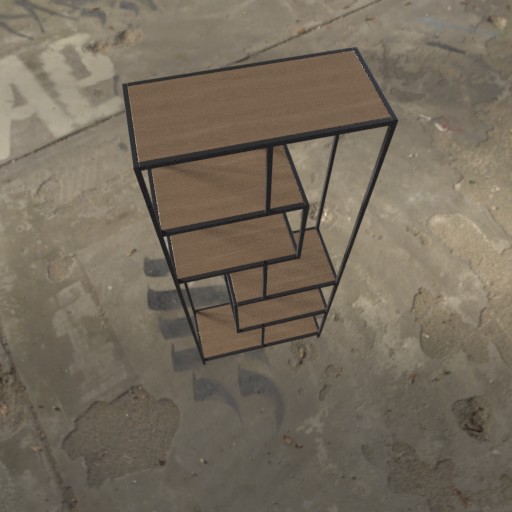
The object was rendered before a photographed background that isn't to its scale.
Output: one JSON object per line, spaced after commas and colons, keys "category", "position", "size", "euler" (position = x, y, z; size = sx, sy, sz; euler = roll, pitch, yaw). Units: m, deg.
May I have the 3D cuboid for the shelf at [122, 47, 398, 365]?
{"category": "shelf", "position": [0.000, 0.000, 2.128], "size": [0.770, 1.850, 0.350], "euler": [-12, 61, -7]}
